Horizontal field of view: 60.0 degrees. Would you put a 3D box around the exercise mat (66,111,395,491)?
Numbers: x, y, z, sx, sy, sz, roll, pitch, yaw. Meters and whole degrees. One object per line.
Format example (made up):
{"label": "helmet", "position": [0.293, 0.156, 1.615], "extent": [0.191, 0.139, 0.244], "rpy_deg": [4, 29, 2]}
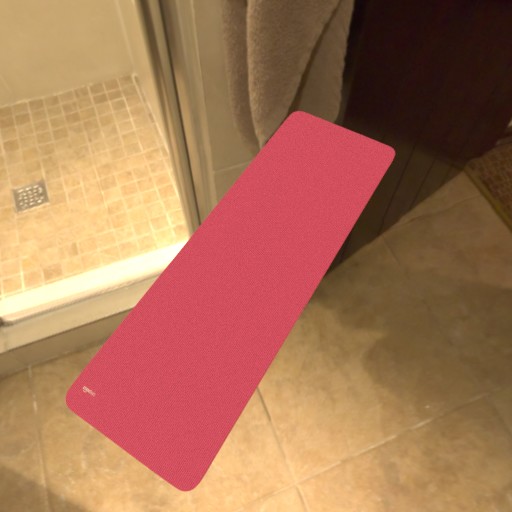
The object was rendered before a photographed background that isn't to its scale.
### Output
{"label": "exercise mat", "position": [0.000, 0.000, 2.009], "extent": [0.616, 0.021, 1.884], "rpy_deg": [28, 63, 15]}
